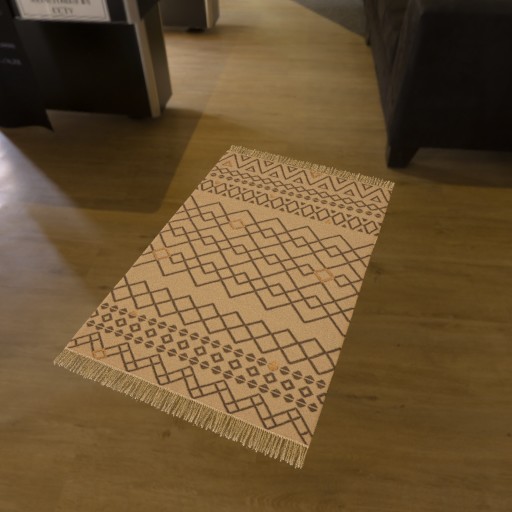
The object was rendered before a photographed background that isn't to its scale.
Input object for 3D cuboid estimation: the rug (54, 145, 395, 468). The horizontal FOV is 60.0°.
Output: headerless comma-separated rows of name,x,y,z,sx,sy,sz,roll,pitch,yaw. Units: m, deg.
rug,0.000,0.000,2.540,1.224,0.028,2.023,17,48,15
